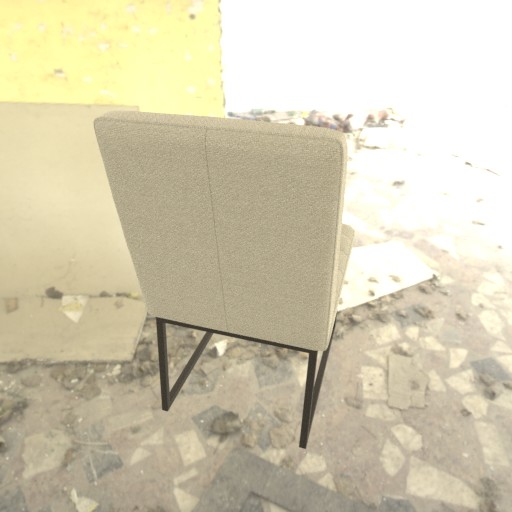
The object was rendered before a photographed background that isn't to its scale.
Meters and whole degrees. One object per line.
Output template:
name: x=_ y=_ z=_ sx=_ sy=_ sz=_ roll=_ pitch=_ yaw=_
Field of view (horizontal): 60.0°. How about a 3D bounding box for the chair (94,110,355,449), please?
chair: x=0.000 y=0.000 z=1.308 sx=0.520 sy=0.930 sz=0.634 roll=9 pitch=33 yaw=15
